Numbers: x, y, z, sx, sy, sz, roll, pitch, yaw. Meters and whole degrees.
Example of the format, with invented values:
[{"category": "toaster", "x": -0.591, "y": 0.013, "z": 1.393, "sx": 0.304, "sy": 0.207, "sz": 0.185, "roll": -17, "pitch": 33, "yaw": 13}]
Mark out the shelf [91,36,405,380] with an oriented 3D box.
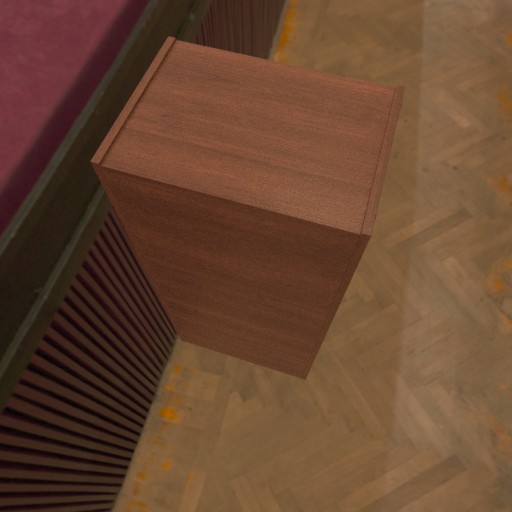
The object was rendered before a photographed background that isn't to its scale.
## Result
[{"category": "shelf", "x": 0.000, "y": 0.000, "z": 1.065, "sx": 0.414, "sy": 0.879, "sz": 0.290, "roll": 16, "pitch": 63, "yaw": 8}]
